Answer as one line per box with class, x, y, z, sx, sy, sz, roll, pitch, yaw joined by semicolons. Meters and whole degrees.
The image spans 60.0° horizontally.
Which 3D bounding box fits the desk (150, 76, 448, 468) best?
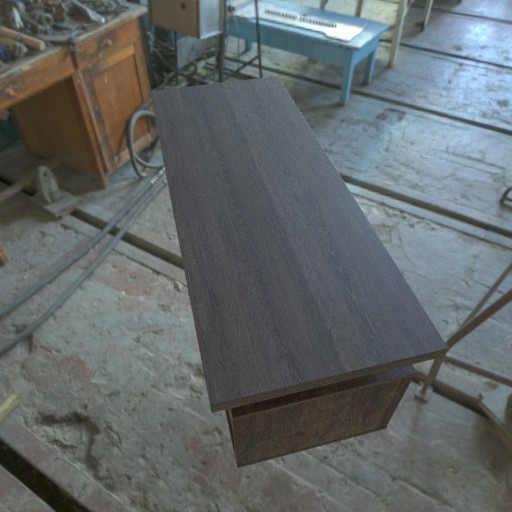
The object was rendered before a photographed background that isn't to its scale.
desk;0.000;0.000;1.830;0.600;0.760;1.524;-11;48;-10
